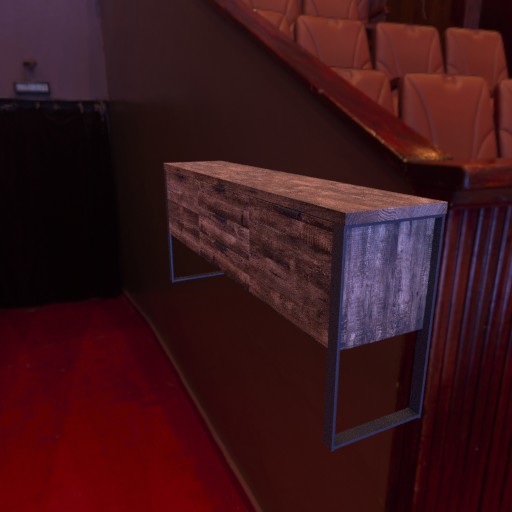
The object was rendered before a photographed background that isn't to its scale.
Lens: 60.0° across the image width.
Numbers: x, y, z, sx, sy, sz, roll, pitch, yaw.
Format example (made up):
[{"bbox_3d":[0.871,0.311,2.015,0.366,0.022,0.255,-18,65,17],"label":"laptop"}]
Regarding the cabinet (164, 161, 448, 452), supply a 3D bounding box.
[{"bbox_3d":[0.000,0.000,2.134,0.395,0.762,1.800,-8,18,-25],"label":"cabinet"}]
